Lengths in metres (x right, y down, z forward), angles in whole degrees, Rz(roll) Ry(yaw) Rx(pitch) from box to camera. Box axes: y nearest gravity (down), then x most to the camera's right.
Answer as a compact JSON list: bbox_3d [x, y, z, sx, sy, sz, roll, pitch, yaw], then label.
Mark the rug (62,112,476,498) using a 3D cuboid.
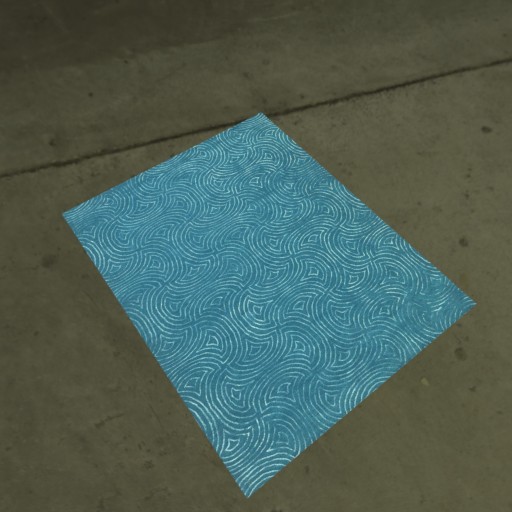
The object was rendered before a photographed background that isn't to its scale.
[{"bbox_3d":[0.000,0.000,4.042,2.432,0.012,3.033,-32,63,-19],"label":"rug"}]
